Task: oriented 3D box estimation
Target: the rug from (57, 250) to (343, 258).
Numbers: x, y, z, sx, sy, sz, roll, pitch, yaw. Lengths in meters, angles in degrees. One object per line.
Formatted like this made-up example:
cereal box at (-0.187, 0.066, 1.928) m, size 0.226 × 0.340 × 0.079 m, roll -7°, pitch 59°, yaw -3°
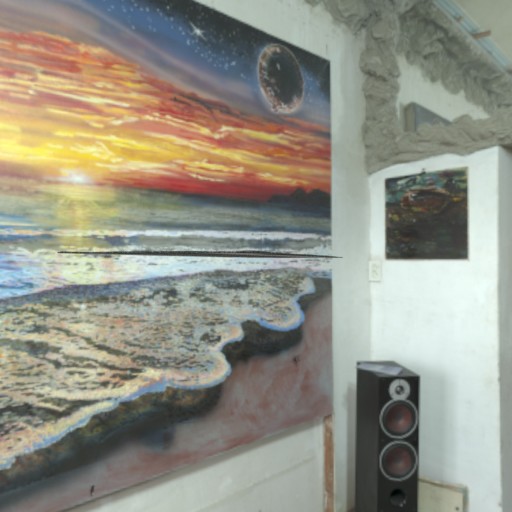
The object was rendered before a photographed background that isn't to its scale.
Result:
rug at (0.000, 0.000, 2.661) m, size 0.760 × 0.012 × 2.434 m, roll 0°, pitch -1°, yaw 18°
